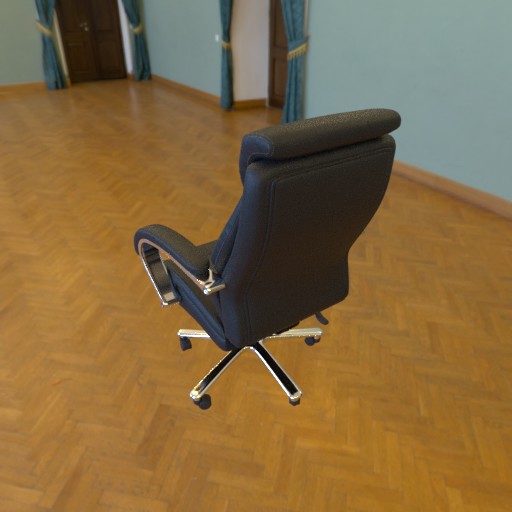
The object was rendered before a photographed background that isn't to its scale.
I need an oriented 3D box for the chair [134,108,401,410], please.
[{"bbox_3d":[0.000,0.000,1.702,0.755,1.183,0.790,-20,37,-29],"label":"chair"}]
